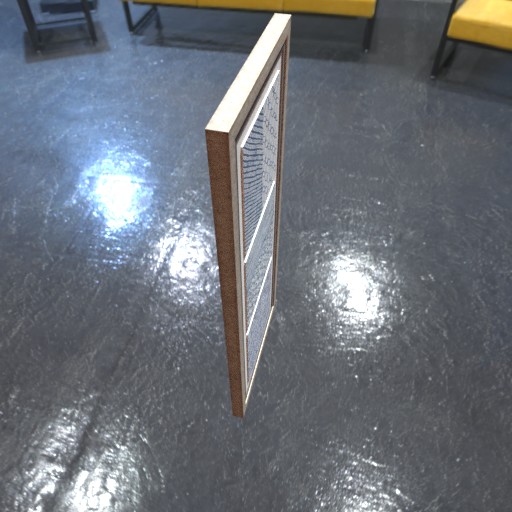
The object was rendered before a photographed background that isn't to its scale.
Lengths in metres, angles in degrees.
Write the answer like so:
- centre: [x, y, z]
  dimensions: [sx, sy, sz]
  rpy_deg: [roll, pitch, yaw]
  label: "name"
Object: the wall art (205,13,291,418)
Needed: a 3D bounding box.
- centre: [0.000, 0.000, 1.654]
  dimensions: [0.051, 1.461, 0.648]
  rpy_deg: [11, 49, 10]
  label: "wall art"
